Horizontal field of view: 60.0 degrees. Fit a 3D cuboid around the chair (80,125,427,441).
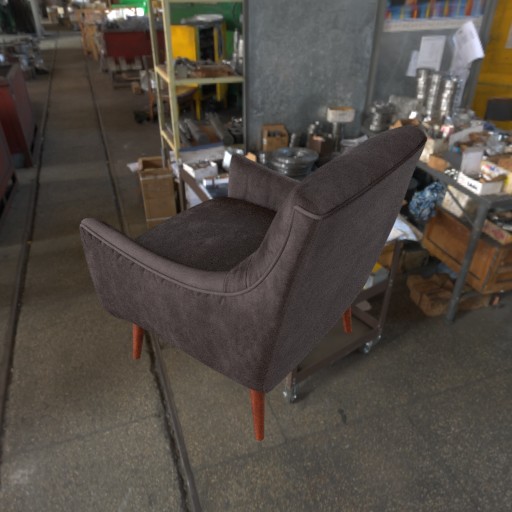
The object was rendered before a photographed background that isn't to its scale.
[{"bbox_3d":[0.000,0.000,1.437,0.787,0.838,0.762,22,39,30],"label":"chair"}]
